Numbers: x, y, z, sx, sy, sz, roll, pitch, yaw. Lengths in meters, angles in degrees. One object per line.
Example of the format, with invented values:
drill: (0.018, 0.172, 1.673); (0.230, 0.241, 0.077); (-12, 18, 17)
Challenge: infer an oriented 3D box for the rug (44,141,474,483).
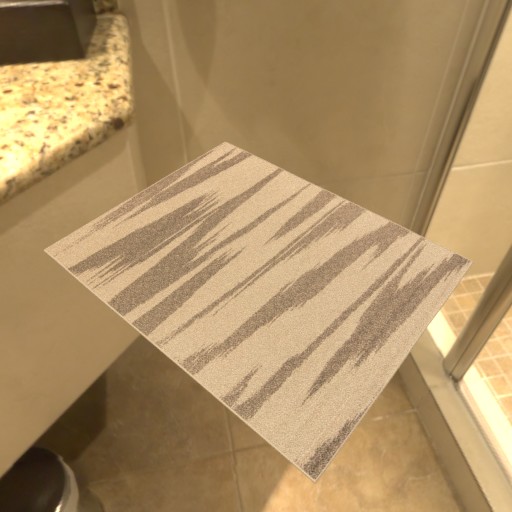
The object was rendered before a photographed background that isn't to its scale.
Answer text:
rug: (0.000, 0.000, 3.868); (2.945, 0.014, 2.353); (32, 54, 27)
